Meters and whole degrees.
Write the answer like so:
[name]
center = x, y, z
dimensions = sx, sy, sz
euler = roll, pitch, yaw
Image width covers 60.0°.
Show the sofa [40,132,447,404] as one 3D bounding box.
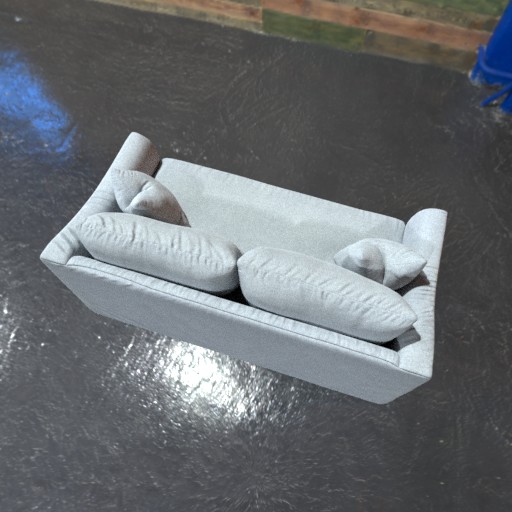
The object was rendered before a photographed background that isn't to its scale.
[sofa]
center = 0.000, 0.000, 2.649
dimensions = 2.010, 1.018, 1.072
euler = 16, 65, 8
